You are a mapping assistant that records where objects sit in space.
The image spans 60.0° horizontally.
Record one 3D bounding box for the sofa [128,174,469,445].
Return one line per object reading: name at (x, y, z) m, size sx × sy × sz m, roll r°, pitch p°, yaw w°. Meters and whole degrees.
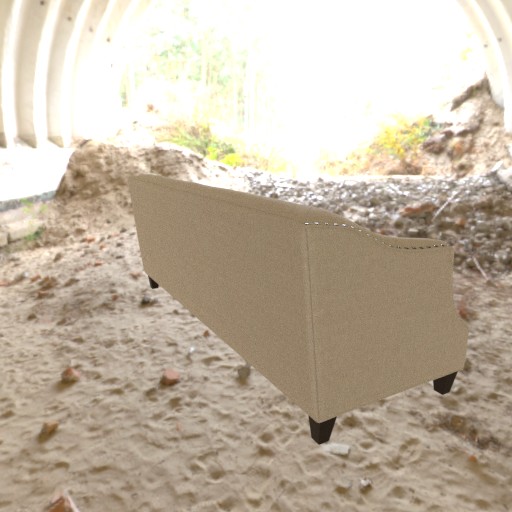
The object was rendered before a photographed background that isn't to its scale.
sofa at (0.000, 0.000, 2.625) m, size 0.914 × 0.901 × 2.235 m, roll -8°, pitch 16°, yaw -29°
